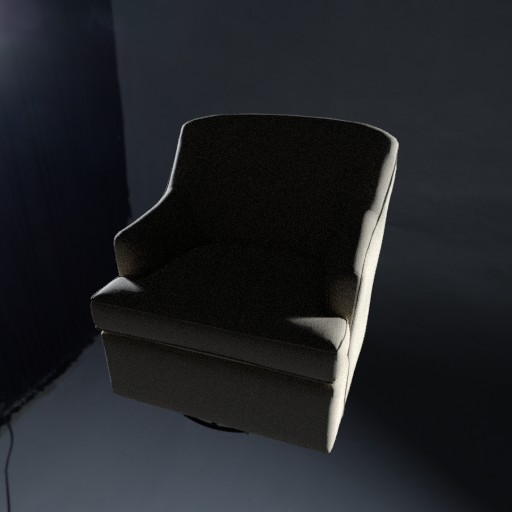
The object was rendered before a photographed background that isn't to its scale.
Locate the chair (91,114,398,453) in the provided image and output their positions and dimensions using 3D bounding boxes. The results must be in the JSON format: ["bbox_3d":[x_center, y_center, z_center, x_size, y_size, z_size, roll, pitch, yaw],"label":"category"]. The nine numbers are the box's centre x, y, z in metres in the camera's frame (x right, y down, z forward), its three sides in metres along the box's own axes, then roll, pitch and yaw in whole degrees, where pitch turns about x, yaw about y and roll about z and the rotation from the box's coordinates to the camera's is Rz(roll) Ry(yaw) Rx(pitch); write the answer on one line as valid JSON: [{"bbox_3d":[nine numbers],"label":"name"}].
[{"bbox_3d":[0.000,0.000,1.602,0.864,0.856,0.923,9,28,17],"label":"chair"}]
